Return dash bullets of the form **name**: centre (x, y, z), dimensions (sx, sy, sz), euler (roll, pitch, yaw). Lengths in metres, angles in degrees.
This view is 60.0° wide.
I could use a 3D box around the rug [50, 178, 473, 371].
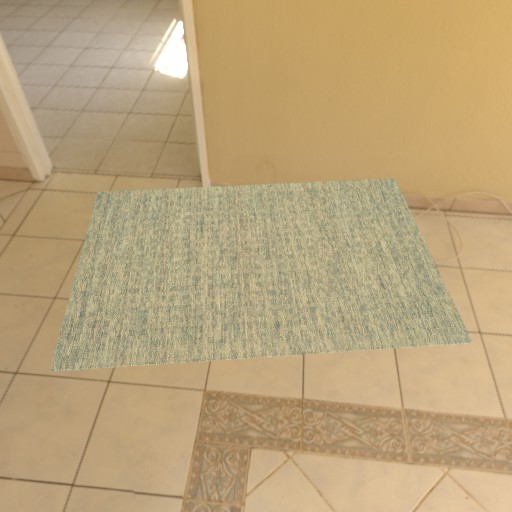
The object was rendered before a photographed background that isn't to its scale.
- **rug**: centre (0.000, 0.000, 2.220), dimensions (1.752, 0.006, 1.142), euler (-3, 47, -3)
